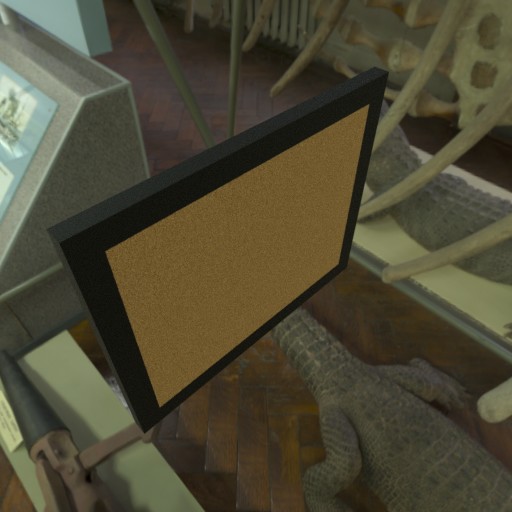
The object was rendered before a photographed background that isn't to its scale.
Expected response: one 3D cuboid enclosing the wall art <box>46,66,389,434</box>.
[{"bbox_3d":[0.000,0.000,0.740,0.561,0.460,0.028,-35,55,-29],"label":"wall art"}]
